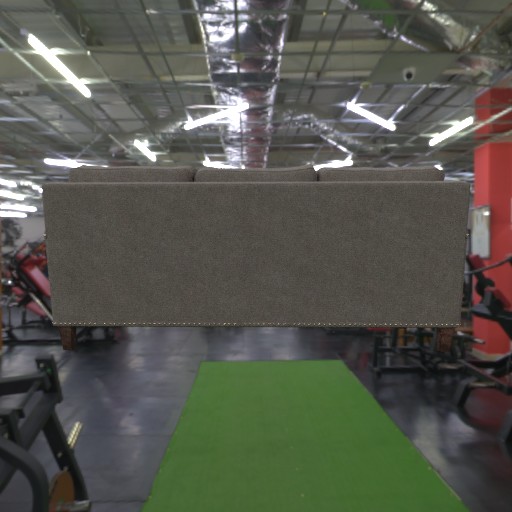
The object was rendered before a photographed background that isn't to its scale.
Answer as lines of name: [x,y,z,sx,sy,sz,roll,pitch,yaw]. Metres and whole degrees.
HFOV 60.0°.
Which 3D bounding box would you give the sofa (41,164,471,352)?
sofa: [0.000,0.000,2.775,2.226,1.042,1.034,0,0,1]
